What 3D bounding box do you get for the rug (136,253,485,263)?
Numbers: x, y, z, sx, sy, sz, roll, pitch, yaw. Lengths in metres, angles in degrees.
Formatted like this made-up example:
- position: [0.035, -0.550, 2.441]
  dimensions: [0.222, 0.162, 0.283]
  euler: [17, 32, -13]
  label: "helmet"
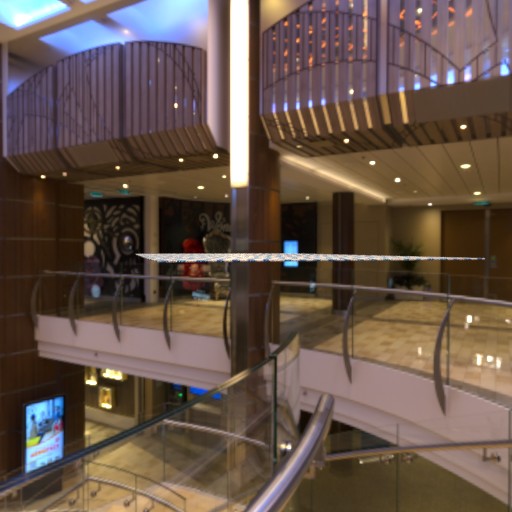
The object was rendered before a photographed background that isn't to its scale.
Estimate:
- position: [0.000, 0.000, 3.050]
  dimensions: [1.531, 0.008, 2.439]
  euler: [0, 1, -17]
  label: "rug"
